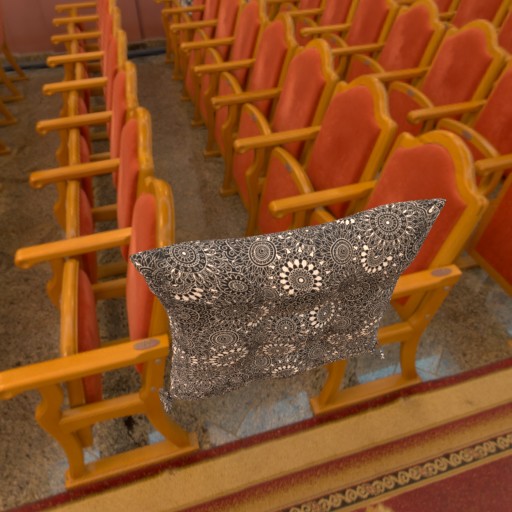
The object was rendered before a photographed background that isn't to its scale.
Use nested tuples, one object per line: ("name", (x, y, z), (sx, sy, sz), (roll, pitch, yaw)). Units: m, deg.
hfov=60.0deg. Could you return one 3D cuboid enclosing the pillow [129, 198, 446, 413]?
("pillow", (0.000, 0.000, 1.011), (0.541, 0.536, 0.585), (-11, 42, -12))
